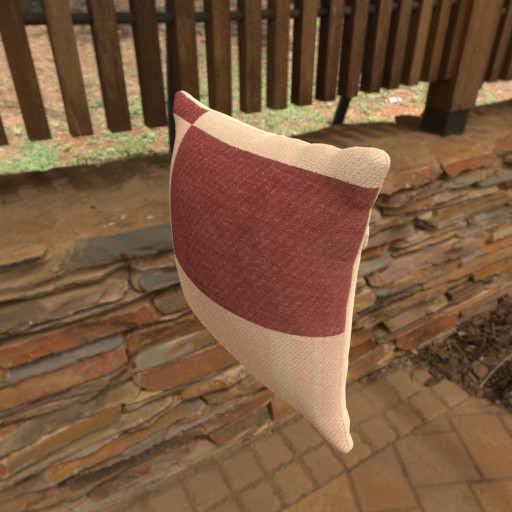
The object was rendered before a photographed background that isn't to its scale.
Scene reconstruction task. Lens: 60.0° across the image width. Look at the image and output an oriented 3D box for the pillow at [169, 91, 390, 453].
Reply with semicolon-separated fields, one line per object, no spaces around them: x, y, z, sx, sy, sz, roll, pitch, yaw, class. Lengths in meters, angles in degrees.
0.000;0.000;0.792;0.229;0.506;0.536;-20;36;-30;pillow
